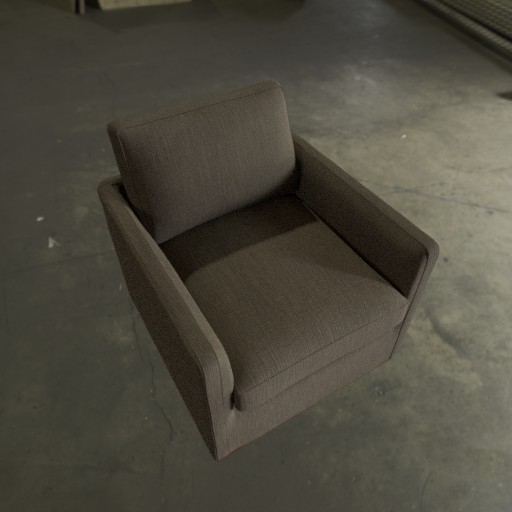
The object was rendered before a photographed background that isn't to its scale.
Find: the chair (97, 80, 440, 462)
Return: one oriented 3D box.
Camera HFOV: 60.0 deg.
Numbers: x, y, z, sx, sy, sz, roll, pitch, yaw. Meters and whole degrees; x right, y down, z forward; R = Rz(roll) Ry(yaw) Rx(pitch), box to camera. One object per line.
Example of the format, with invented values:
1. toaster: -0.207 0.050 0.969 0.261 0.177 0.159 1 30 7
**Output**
1. chair: 0.000 0.000 1.470 0.763 0.811 0.834 -23 50 -21
